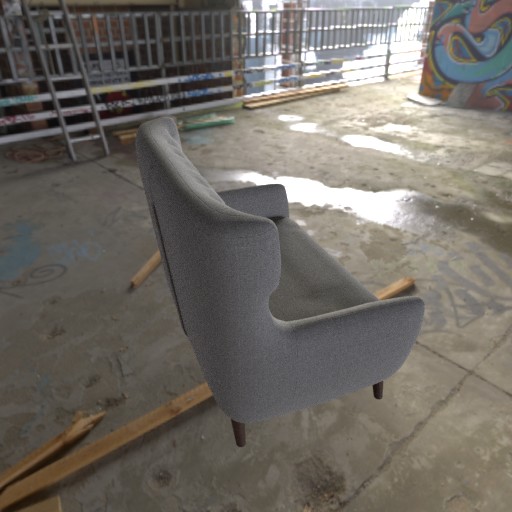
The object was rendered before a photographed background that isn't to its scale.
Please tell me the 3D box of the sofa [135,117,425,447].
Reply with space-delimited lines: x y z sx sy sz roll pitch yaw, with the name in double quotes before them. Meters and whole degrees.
"sofa" 0.000 0.000 2.051 0.884 1.028 1.386 -11 32 -19
